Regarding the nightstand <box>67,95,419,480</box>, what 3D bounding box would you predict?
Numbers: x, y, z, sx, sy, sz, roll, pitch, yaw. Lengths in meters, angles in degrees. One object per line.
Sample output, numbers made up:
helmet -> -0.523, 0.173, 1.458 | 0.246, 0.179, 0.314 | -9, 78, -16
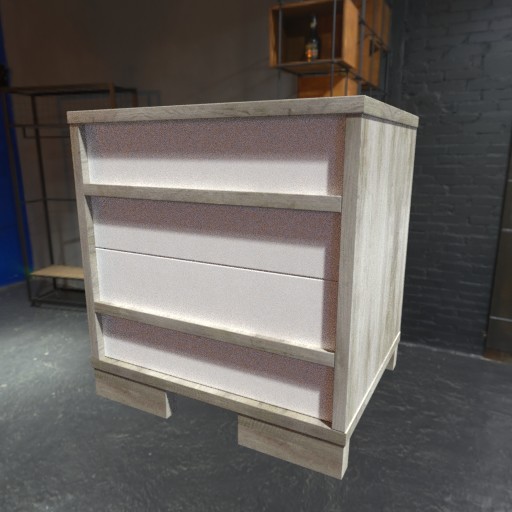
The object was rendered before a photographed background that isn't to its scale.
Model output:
nightstand -> 0.000, 0.000, 0.735 | 0.427, 0.448, 0.347 | 7, 15, 27
